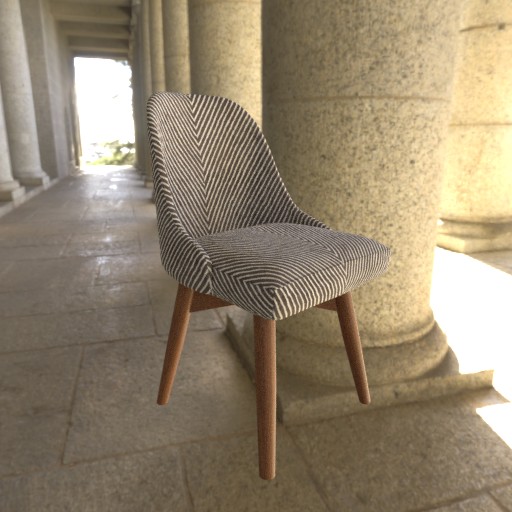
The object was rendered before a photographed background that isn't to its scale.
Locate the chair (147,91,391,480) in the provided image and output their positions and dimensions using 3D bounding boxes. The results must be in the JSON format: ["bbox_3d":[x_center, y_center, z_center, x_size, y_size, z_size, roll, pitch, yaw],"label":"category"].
[{"bbox_3d":[0.000,0.000,1.225,0.591,0.883,0.504,14,20,43],"label":"chair"}]
